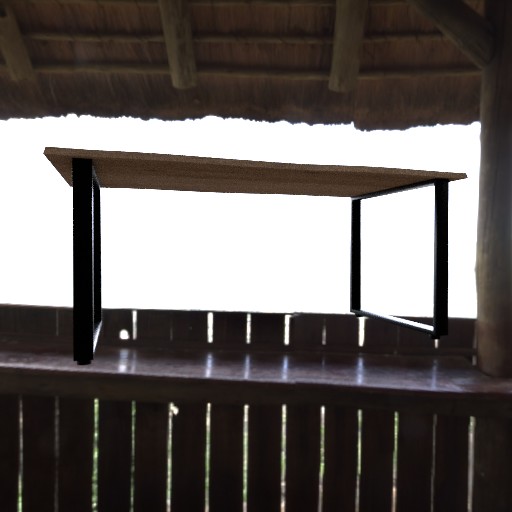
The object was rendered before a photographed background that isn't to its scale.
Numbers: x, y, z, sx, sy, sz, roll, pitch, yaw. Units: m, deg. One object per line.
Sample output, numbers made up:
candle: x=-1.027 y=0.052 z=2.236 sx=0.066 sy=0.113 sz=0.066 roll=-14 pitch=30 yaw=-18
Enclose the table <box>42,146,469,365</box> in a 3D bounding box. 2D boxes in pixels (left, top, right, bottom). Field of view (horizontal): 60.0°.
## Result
table: x=0.000 y=0.000 z=2.211 sx=1.800 sy=0.780 sz=0.900 roll=0 pitch=1 yaw=-17
